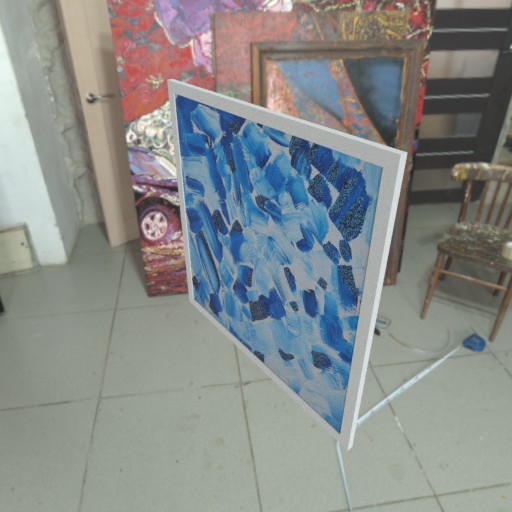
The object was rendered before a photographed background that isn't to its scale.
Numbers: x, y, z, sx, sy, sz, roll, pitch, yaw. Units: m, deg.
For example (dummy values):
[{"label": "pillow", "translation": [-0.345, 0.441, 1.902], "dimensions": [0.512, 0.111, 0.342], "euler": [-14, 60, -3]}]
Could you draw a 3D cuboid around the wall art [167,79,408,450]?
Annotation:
[{"label": "wall art", "translation": [0.000, 0.000, 1.004], "dimensions": [0.015, 0.660, 0.660], "euler": [-23, 39, -31]}]
